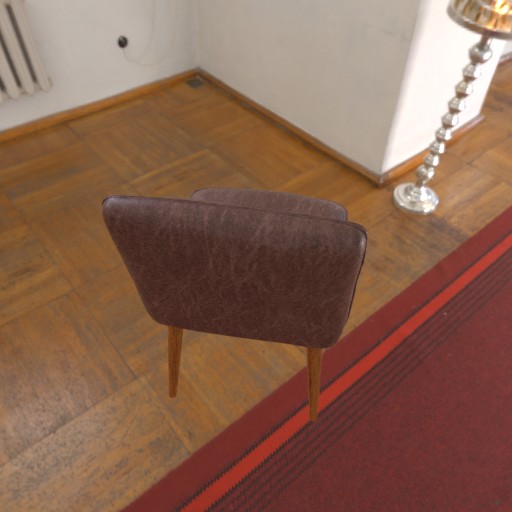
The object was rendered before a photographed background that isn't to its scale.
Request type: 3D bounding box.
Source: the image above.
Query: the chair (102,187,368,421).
[{"bbox_3d":[0.000,0.000,1.248,0.543,0.803,0.645,4,47,4],"label":"chair"}]
